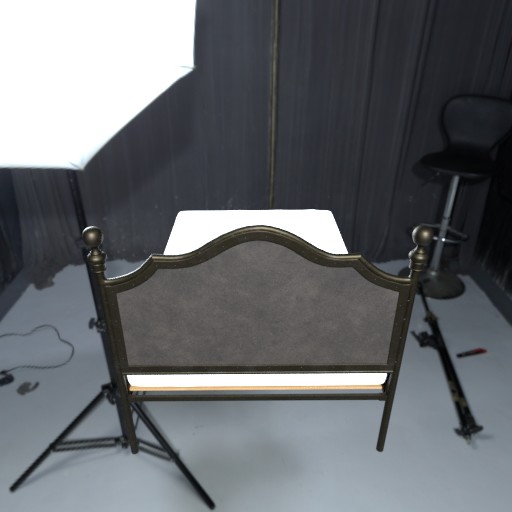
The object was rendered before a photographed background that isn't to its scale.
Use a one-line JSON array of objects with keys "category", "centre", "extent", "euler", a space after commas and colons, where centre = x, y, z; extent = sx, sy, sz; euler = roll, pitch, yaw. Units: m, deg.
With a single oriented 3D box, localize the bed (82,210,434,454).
[{"category": "bed", "centre": [0.000, 0.000, 3.181], "extent": [1.533, 1.462, 2.170], "euler": [0, 29, 0]}]
